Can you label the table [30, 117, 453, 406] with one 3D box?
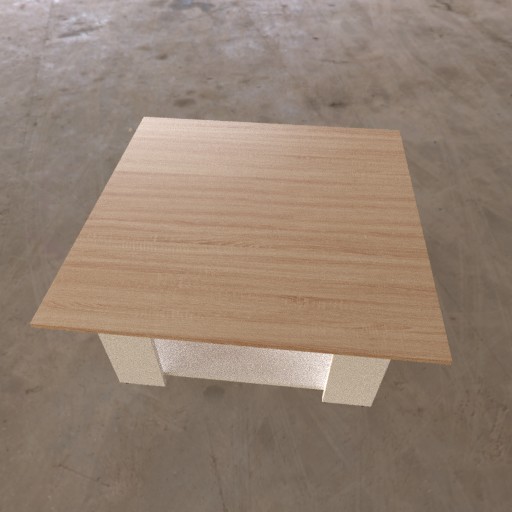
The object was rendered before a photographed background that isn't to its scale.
[{"bbox_3d":[0.000,0.000,1.036,0.670,0.305,0.670,4,46,4],"label":"table"}]
